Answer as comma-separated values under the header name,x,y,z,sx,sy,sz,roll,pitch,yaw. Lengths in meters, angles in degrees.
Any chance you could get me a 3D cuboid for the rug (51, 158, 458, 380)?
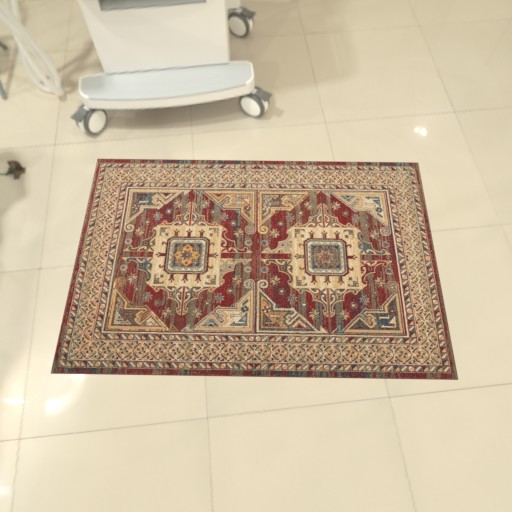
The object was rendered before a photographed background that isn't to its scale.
name,x,y,z,sx,sy,sz,roll,pitch,yaw
rug,0.000,0.000,5.659,4.578,0.033,3.033,1,64,0
